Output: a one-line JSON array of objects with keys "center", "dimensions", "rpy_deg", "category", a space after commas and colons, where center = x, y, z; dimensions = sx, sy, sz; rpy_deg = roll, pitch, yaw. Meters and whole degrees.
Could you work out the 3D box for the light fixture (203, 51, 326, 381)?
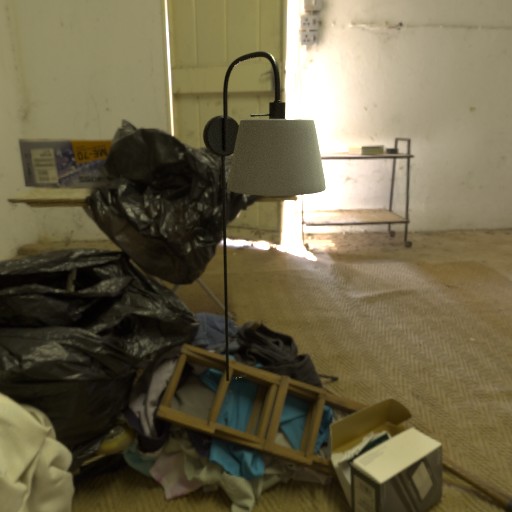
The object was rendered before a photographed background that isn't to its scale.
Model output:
[{"center": [0.000, 0.000, 0.472], "dimensions": [0.092, 0.399, 0.176], "rpy_deg": [-8, 19, -26], "category": "light fixture"}]
